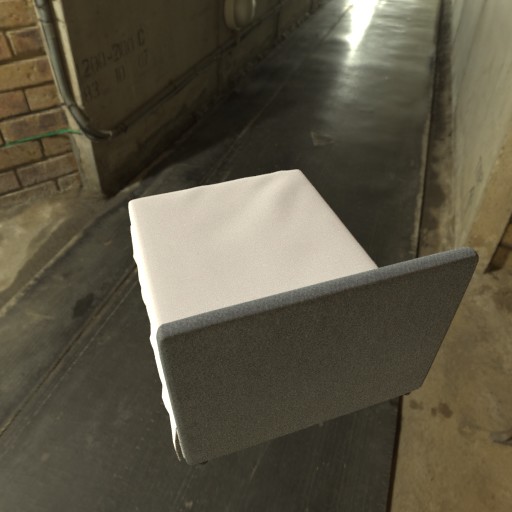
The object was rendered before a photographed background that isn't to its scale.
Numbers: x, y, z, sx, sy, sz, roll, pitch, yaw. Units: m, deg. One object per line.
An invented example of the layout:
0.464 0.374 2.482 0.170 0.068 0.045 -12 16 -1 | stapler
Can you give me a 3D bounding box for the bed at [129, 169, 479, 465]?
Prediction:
0.000 0.000 3.208 1.723 1.330 2.142 -13 44 -14 | bed
